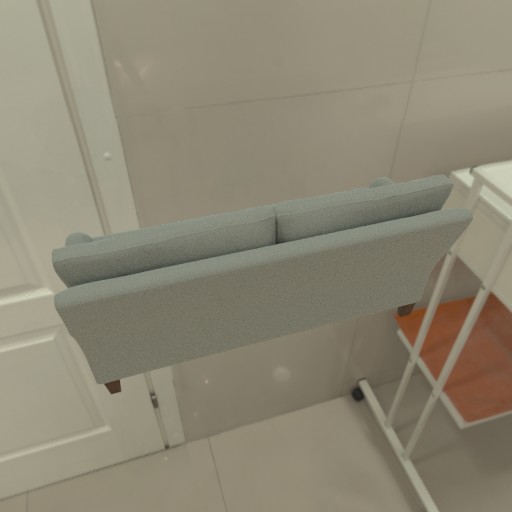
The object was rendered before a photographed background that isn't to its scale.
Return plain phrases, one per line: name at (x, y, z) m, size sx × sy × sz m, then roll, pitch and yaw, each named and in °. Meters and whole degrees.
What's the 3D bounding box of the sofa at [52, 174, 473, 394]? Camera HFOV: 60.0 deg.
sofa at (0.000, 0.000, 2.771) m, size 2.193 × 1.096 × 1.069 m, roll -12°, pitch 42°, yaw -14°
